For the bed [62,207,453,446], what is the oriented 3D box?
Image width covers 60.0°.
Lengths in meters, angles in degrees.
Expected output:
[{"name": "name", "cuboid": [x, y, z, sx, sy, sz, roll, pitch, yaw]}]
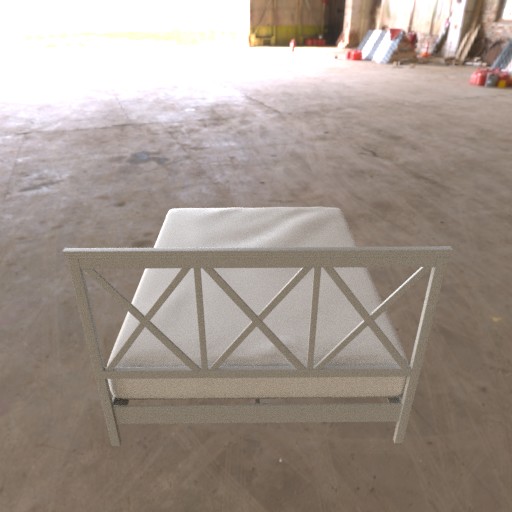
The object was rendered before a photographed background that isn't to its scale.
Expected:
[{"name": "bed", "cuboid": [0.000, 0.000, 3.129, 1.673, 1.253, 2.135, 0, 29, -1]}]
